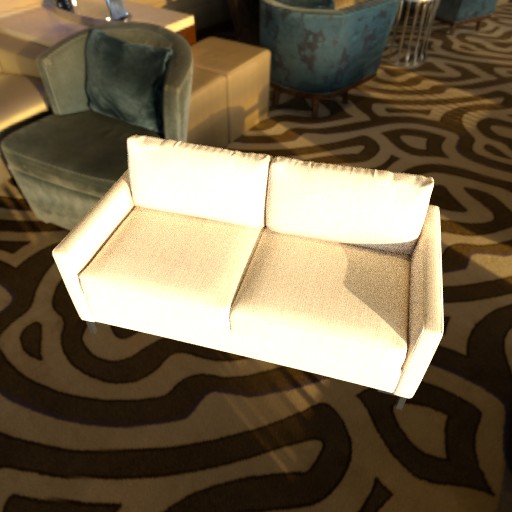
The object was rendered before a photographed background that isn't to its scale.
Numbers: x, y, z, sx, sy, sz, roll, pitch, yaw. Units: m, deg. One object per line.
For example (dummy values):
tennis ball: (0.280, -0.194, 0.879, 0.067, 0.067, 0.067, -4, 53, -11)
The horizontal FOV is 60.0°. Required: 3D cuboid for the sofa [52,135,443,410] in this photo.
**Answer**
sofa: (0.000, 0.000, 2.137, 1.651, 0.812, 0.839, 11, 44, 11)
